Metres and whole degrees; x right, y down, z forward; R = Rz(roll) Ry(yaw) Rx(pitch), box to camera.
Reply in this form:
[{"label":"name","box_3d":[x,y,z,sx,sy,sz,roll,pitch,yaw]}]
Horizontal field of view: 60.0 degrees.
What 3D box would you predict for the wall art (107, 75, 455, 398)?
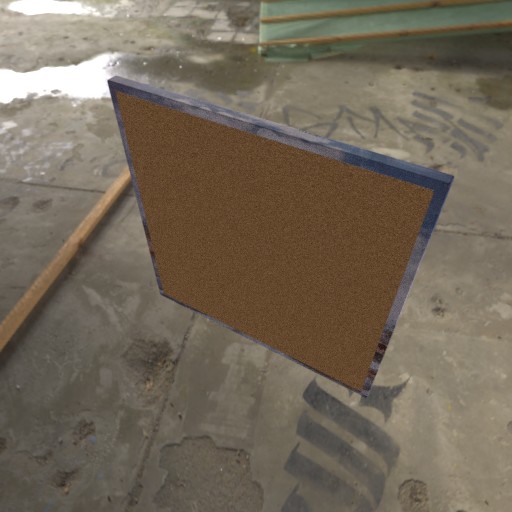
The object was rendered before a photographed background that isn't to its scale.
[{"label":"wall art","box_3d":[0.000,0.000,1.340,0.888,0.897,0.035,23,51,20]}]
